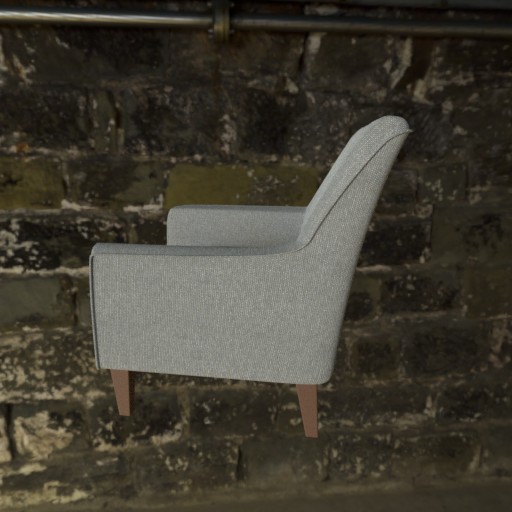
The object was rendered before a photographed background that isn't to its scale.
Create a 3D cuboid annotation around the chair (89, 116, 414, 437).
[{"bbox_3d":[0.000,0.000,1.602,0.899,0.919,0.780,2,14,9],"label":"chair"}]
